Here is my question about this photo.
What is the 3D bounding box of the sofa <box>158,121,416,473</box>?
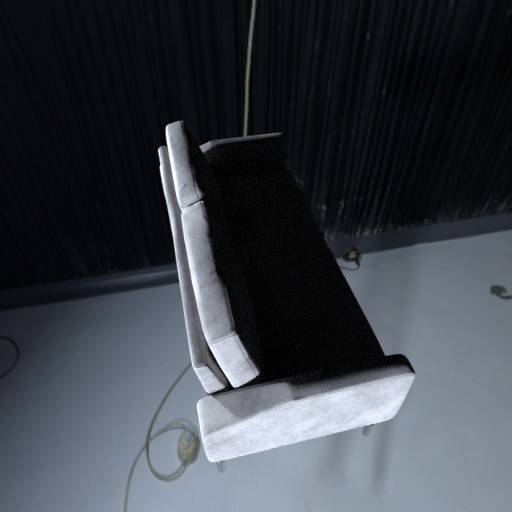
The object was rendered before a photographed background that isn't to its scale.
[{"bbox_3d":[0.000,0.000,2.349,0.849,0.859,1.837,-10,46,-9],"label":"sofa"}]
